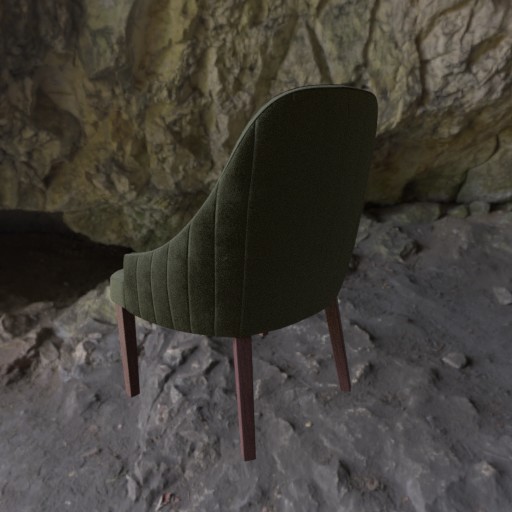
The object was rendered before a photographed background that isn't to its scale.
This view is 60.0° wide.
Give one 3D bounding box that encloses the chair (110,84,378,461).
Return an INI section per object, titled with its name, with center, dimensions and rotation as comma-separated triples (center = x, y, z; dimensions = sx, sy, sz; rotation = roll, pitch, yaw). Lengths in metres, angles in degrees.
[chair]
center = 0.000, 0.000, 1.265
dimensions = 0.643, 0.889, 0.575
rotation = -16, 23, -42
